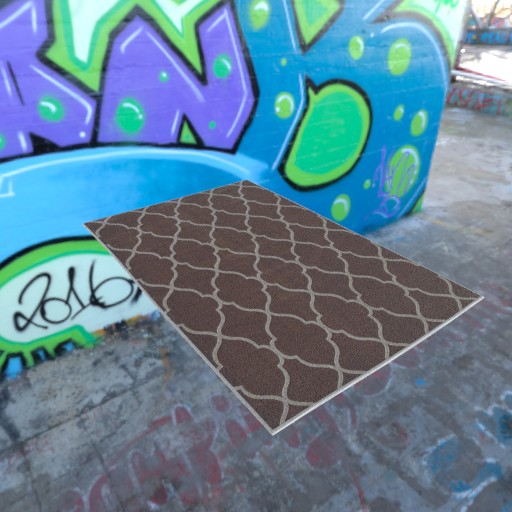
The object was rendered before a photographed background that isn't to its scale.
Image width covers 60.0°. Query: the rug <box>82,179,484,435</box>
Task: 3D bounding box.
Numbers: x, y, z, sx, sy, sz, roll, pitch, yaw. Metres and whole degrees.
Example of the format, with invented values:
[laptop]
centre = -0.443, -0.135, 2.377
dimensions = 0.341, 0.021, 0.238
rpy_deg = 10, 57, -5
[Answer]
[rug]
centre = 0.000, 0.000, 2.891
dimensions = 1.528, 0.014, 2.294
rpy_deg = -21, 37, -31
